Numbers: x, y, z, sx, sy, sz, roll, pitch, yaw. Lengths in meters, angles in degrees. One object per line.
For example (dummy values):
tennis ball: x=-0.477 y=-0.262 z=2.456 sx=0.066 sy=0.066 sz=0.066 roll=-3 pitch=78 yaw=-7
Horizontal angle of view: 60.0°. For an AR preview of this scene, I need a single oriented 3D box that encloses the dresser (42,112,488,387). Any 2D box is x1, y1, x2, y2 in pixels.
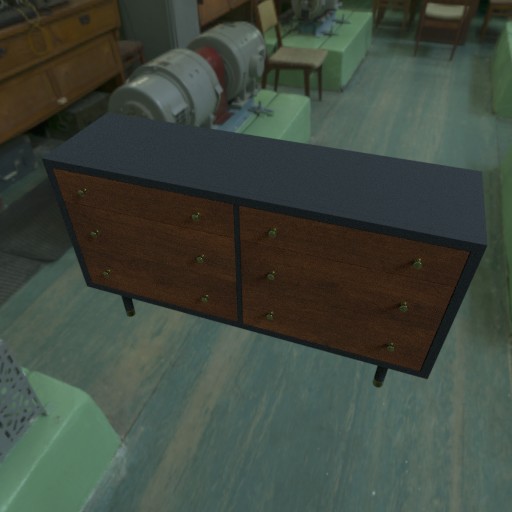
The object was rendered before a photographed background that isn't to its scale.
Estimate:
dresser: x=0.000 y=0.000 z=1.905 sx=1.558 sy=0.872 sz=0.463 roll=13 pitch=43 yaw=14
